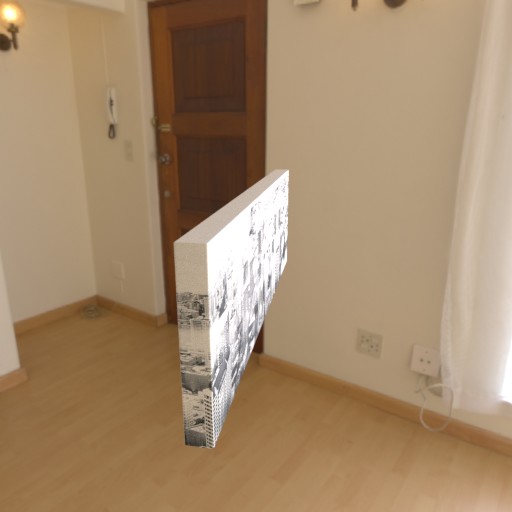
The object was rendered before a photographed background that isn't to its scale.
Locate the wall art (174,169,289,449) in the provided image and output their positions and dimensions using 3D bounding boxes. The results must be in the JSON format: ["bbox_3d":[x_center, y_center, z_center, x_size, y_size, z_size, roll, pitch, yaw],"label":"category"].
[{"bbox_3d":[0.000,0.000,0.857,0.038,0.255,0.763,3,17,10],"label":"wall art"}]
